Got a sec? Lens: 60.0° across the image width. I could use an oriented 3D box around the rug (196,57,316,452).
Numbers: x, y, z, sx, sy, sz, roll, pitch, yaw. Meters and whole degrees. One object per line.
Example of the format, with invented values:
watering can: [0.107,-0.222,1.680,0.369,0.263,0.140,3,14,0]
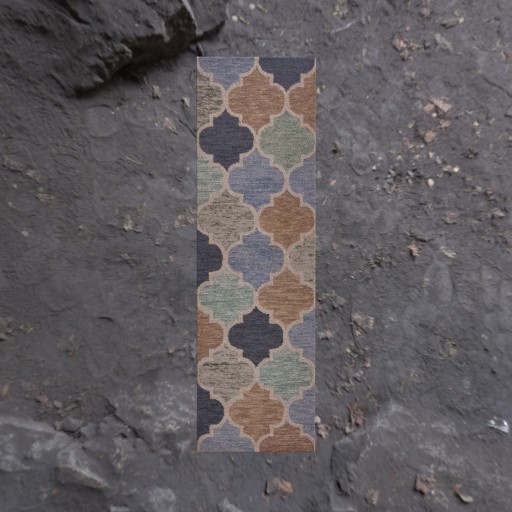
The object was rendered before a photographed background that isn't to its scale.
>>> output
rug: [0.000,0.000,2.563,0.687,0.011,2.287,0,91,0]
